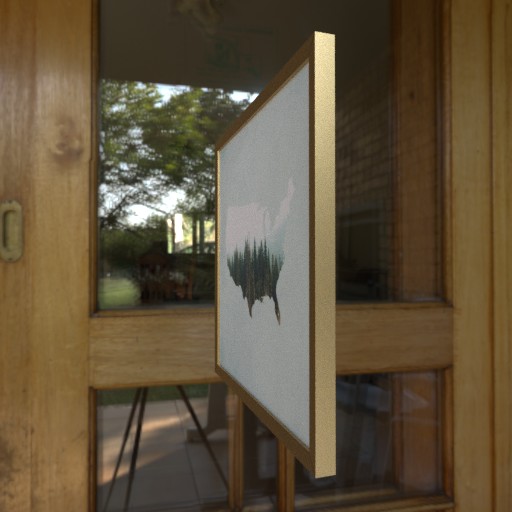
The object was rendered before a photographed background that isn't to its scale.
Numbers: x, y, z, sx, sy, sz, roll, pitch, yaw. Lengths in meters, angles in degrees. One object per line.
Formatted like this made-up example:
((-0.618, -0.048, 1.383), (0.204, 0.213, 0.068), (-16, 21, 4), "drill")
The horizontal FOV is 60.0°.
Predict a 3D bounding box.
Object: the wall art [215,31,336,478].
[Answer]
((0.000, 0.000, 1.123), (0.038, 0.762, 0.762), (0, -1, -18), "wall art")
